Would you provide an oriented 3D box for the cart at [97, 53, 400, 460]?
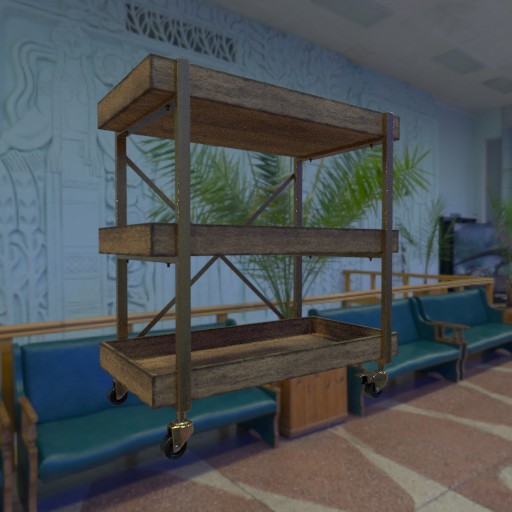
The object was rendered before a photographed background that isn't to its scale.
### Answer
[{"bbox_3d":[0.000,0.000,1.225,0.750,0.799,0.416,-1,2,-35],"label":"cart"}]
